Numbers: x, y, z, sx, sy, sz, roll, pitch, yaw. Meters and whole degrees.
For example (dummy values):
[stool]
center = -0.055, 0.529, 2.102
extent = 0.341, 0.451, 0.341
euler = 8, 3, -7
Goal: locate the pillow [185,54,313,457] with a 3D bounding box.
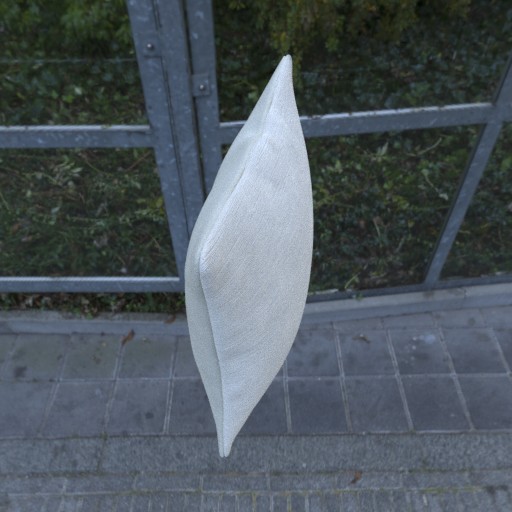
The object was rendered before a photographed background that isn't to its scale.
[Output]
[pillow]
center = 0.000, 0.000, 0.648
extent = 0.162, 0.420, 0.437
euler = 9, 46, 9
